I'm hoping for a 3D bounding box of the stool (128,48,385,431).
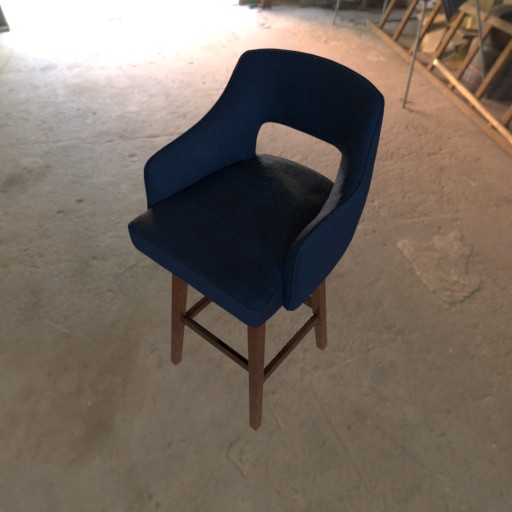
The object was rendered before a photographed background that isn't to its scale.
[{"bbox_3d":[0.000,0.000,1.366,0.550,1.041,0.560,31,53,26],"label":"stool"}]
